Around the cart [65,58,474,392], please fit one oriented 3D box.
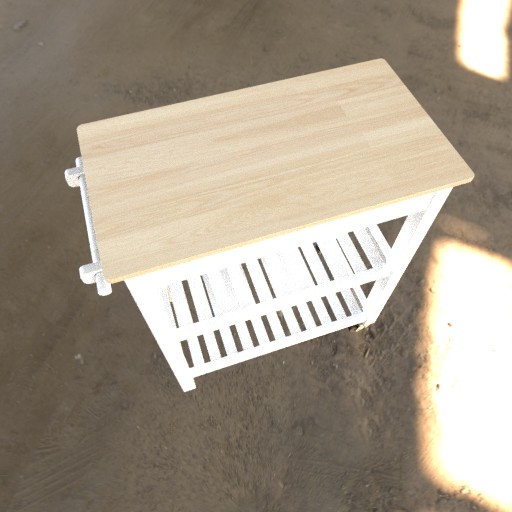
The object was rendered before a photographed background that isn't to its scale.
[{"bbox_3d":[0.000,0.000,1.433,0.899,0.927,0.457,-16,60,-10],"label":"cart"}]
